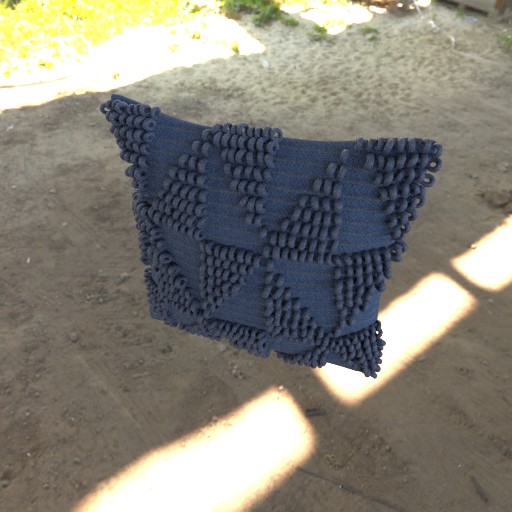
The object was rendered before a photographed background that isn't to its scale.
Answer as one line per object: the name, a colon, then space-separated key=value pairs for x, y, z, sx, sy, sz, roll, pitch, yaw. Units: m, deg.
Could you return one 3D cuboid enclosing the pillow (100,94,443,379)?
pillow: x=0.000 y=0.000 z=0.716 sx=0.469 sy=0.466 sz=0.172 roll=12 pitch=41 yaw=14
